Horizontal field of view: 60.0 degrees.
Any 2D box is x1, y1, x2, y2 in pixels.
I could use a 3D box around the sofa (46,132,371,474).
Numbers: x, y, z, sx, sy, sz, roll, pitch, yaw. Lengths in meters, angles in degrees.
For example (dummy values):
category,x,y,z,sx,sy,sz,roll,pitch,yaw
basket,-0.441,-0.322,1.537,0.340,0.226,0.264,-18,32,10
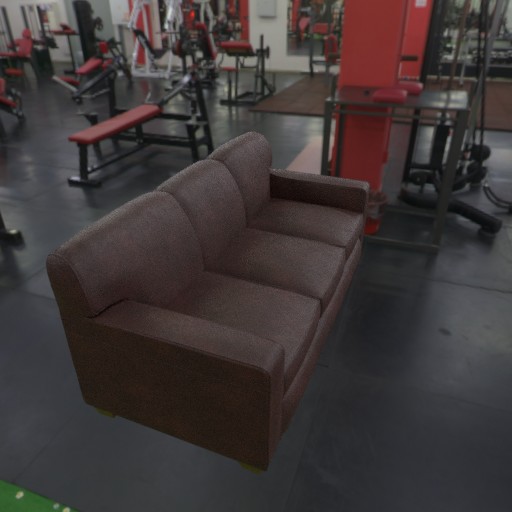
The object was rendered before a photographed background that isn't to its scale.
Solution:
category,x,y,z,sx,sy,sz,roll,pitch,yaw
sofa,0.000,0.000,2.568,1.008,0.953,2.039,12,32,19
